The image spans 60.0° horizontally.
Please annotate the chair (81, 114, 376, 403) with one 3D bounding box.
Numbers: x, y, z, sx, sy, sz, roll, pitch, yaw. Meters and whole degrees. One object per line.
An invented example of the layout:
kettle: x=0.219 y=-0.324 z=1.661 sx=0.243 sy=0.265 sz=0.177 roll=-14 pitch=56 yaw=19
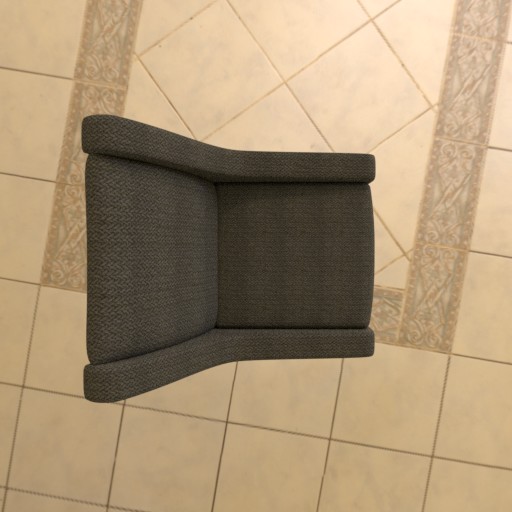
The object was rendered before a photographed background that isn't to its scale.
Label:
chair: x=0.000 y=0.000 z=1.684 sx=0.944 sy=1.012 sz=0.793 roll=0 pitch=91 yaw=0
